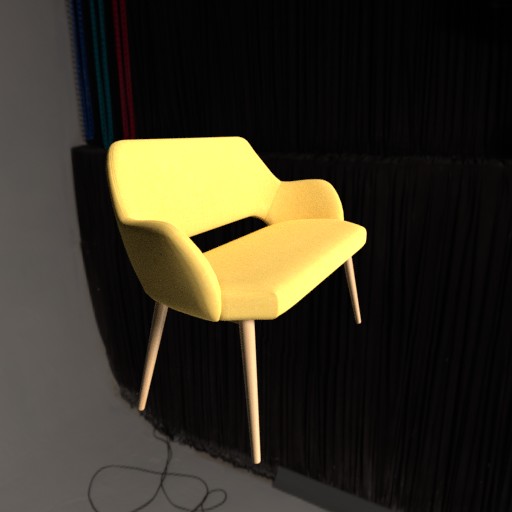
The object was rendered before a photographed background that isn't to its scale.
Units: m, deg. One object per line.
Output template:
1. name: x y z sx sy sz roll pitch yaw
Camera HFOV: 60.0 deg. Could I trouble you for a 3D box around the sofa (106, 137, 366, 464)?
1. sofa: 0.000 0.000 1.644 0.610 0.840 1.150 8 18 27
